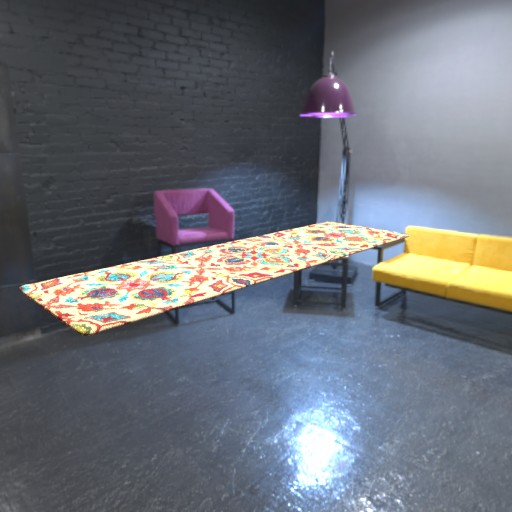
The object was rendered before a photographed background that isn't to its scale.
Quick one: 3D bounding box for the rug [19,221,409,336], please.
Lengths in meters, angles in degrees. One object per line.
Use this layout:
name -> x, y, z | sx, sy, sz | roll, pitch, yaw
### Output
rug -> 0.000, 0.000, 2.481 | 2.273, 0.016, 0.693 | -14, 20, -42
